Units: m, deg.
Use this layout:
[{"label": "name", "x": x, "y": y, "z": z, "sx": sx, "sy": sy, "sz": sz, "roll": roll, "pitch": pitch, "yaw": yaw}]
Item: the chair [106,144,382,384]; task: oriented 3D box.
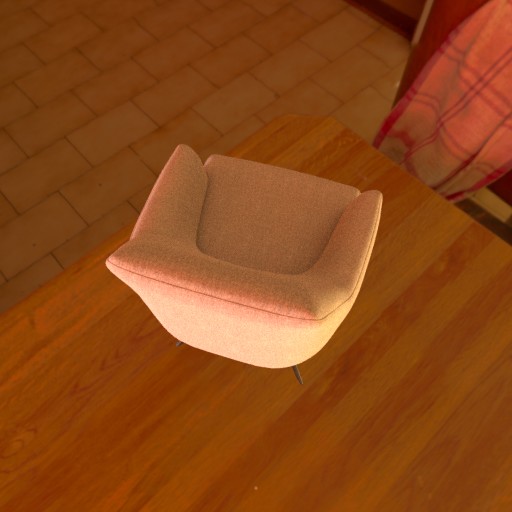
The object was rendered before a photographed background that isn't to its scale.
[{"label": "chair", "x": 0.000, "y": 0.000, "z": 1.356, "sx": 0.642, "sy": 0.874, "sz": 0.677, "roll": 15, "pitch": 63, "yaw": 8}]
